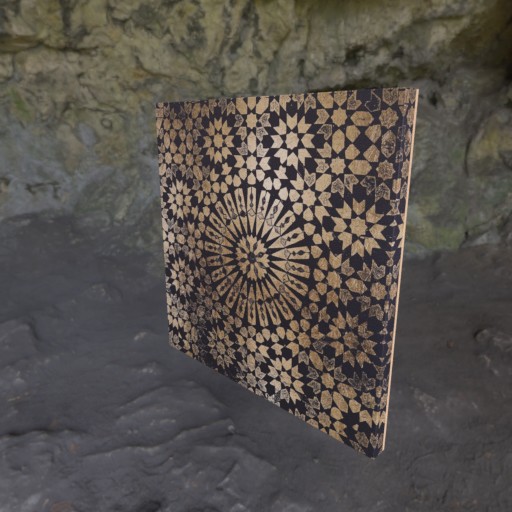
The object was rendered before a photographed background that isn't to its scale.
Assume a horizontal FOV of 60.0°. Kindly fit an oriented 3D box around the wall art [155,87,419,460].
[{"bbox_3d":[0.000,0.000,0.906,0.612,0.612,0.038,15,22,42],"label":"wall art"}]
